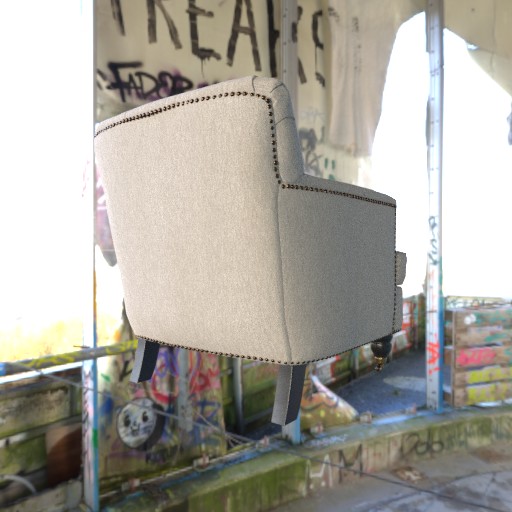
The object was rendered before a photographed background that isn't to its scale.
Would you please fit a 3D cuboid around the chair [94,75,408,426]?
[{"bbox_3d":[0.000,0.000,1.487,0.737,0.823,0.902,0,0,38],"label":"chair"}]
